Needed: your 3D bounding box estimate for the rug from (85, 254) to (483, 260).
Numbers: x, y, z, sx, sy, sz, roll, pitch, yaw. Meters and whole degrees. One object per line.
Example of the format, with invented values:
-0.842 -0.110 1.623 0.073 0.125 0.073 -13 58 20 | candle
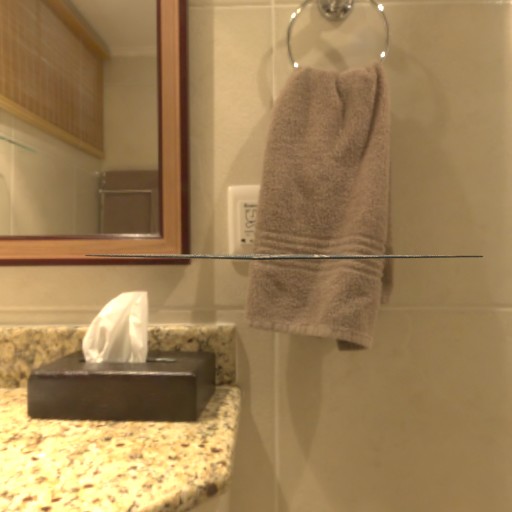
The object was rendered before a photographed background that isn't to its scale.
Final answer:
0.000 0.000 4.463 2.432 0.018 3.342 0 1 -36 | rug
